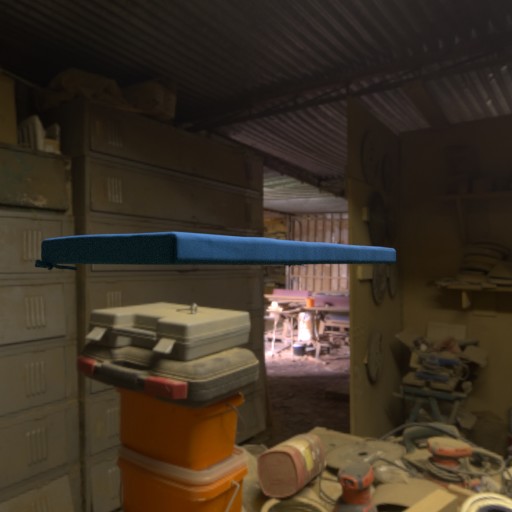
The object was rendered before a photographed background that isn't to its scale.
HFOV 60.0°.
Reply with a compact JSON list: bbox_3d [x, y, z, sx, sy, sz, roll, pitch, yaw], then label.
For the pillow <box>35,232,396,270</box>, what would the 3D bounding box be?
[{"bbox_3d":[0.000,0.000,1.367,0.492,0.081,1.187,-1,-1,36],"label":"pillow"}]
